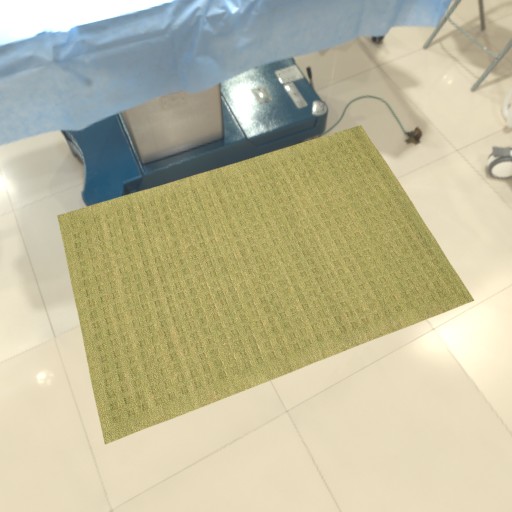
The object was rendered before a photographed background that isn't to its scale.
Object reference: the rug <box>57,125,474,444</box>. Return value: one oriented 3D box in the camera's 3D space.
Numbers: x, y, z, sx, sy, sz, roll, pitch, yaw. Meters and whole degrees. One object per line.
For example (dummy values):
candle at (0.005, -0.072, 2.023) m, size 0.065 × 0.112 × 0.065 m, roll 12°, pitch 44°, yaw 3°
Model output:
rug at (0.000, 0.000, 2.854) m, size 2.297 × 0.007 × 1.529 m, roll -19°, pitch 64°, yaw -9°
